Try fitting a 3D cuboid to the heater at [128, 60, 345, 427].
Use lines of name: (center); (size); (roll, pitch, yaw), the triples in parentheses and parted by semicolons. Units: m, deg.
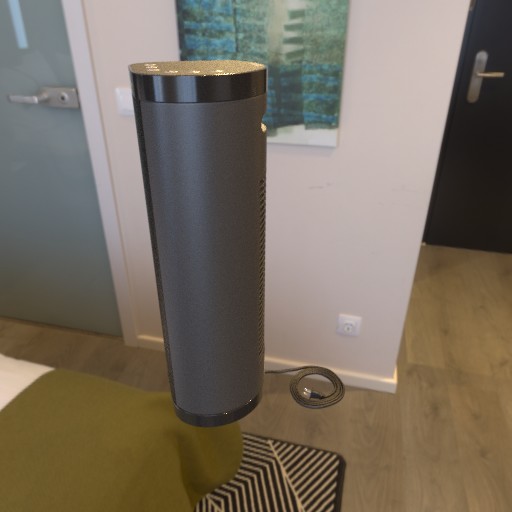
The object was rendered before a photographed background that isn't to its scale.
heater: (0.000, 0.000, 0.694); (0.312, 0.552, 0.174); (-8, 30, -14)
